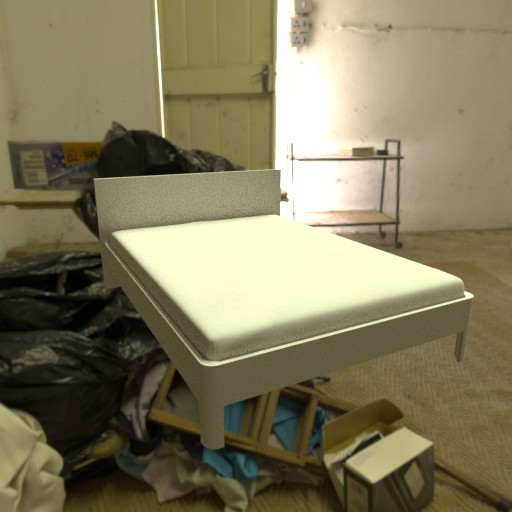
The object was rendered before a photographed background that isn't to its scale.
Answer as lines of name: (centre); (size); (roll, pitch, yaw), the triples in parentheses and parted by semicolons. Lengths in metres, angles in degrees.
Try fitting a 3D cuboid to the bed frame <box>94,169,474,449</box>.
bed frame: (0.000, 0.000, 2.667); (1.490, 0.800, 1.950); (-9, 19, -27)
